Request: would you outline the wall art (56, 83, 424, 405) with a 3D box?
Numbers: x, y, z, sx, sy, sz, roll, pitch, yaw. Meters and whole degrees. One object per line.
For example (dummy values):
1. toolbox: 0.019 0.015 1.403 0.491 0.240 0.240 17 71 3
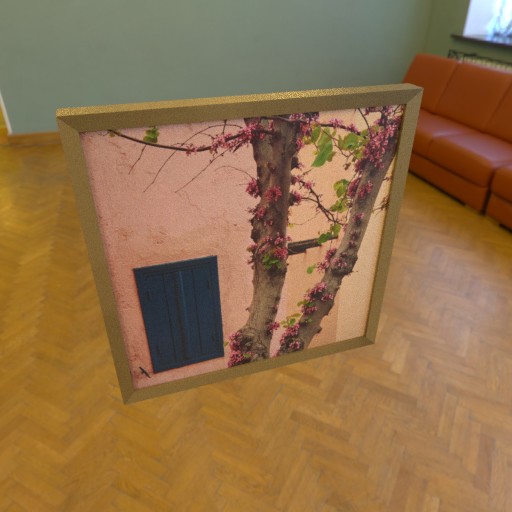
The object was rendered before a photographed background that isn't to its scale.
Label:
1. wall art: 0.000 0.000 0.737 0.507 0.508 0.038 -10 33 -15
